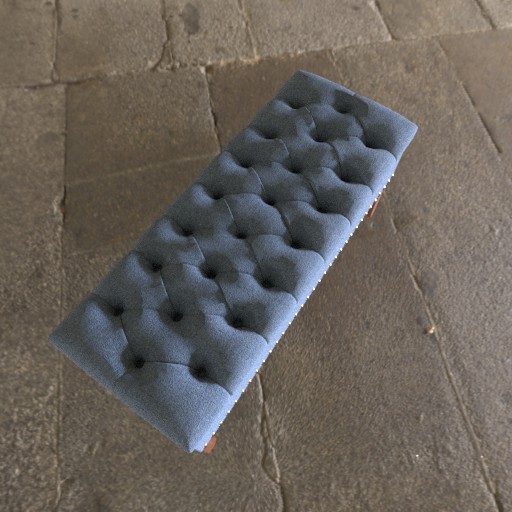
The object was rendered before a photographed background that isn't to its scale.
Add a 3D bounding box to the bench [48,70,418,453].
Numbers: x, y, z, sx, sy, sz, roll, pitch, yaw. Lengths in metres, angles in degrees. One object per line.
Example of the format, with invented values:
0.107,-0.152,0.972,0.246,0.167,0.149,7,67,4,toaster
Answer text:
0.000,0.000,1.311,0.417,0.492,1.052,32,67,15,bench
